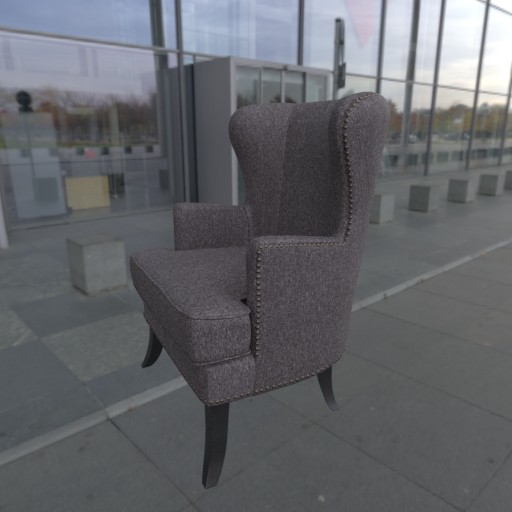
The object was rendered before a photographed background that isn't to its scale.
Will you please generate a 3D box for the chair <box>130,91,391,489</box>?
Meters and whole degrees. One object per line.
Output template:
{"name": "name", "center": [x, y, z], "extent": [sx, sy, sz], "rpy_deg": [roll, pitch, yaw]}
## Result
{"name": "chair", "center": [0.000, 0.000, 1.557], "extent": [0.758, 1.060, 0.759], "rpy_deg": [-8, 17, -26]}
